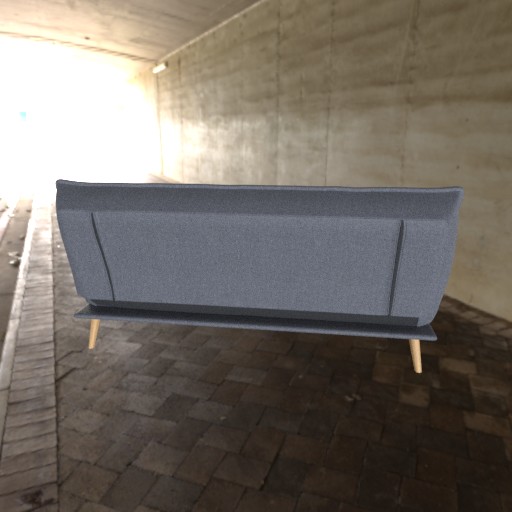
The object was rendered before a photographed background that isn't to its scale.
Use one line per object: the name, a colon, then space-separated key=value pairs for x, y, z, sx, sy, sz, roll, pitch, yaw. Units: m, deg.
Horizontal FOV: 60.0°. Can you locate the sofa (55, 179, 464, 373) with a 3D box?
sofa: x=0.000 y=0.000 z=2.478 sx=1.940 sy=0.890 sz=0.950 roll=2 pitch=16 yaw=8
